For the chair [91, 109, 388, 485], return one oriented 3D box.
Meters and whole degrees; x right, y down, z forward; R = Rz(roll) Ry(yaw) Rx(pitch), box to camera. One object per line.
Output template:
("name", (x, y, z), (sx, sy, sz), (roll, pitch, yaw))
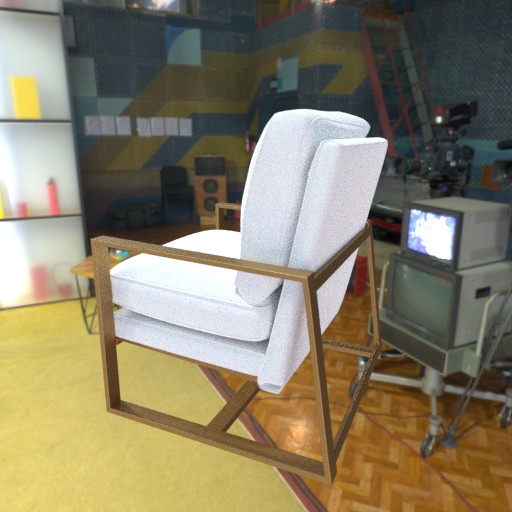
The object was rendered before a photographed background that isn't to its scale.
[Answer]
("chair", (0.000, 0.000, 1.558), (0.813, 0.966, 0.805), (7, 17, 24))
